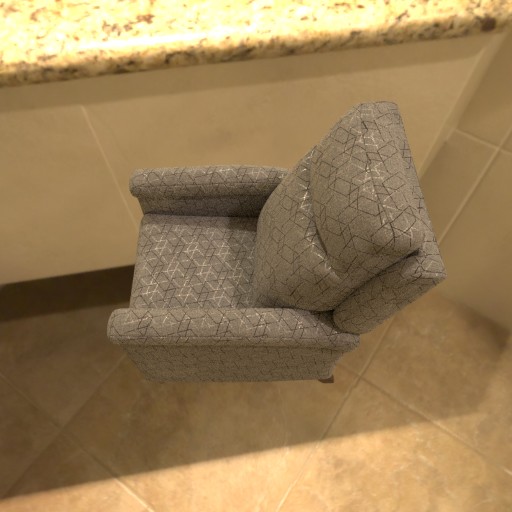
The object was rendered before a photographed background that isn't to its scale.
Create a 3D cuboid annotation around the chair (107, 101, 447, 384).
[{"bbox_3d":[0.000,0.000,1.683,0.987,1.048,0.753,-2,59,-1],"label":"chair"}]
